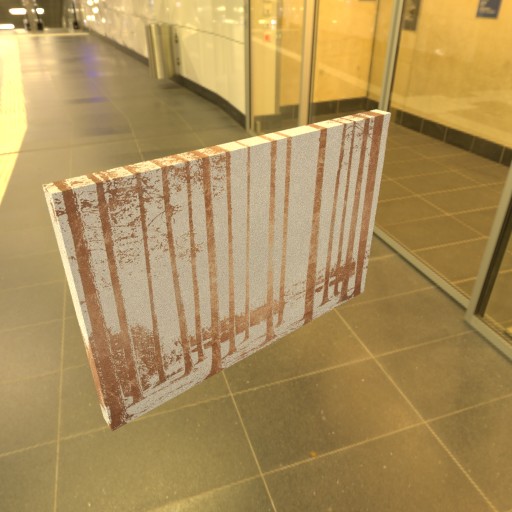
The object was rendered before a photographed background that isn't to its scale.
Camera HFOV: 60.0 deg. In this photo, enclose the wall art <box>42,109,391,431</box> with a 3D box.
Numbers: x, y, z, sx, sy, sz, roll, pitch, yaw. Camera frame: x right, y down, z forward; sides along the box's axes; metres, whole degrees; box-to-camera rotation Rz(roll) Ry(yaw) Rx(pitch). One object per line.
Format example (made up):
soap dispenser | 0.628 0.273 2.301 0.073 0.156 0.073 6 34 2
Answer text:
wall art | 0.000 0.000 0.771 0.609 0.405 0.035 -22 37 -32
